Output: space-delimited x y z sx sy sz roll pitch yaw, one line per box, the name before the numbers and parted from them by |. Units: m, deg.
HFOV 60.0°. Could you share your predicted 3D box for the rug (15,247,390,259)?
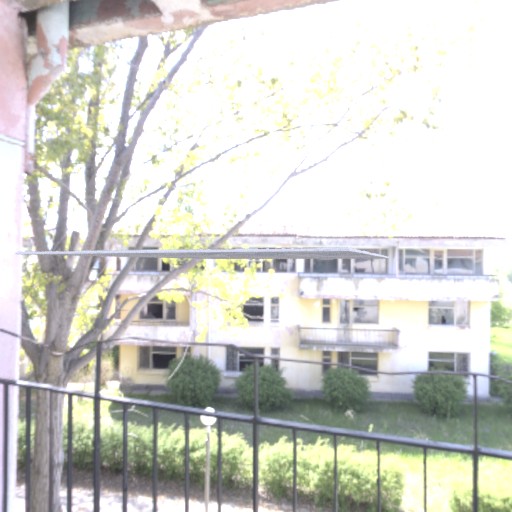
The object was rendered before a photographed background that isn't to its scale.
rug | 0.000 0.000 2.818 1.514 0.014 2.275 0 -1 20
